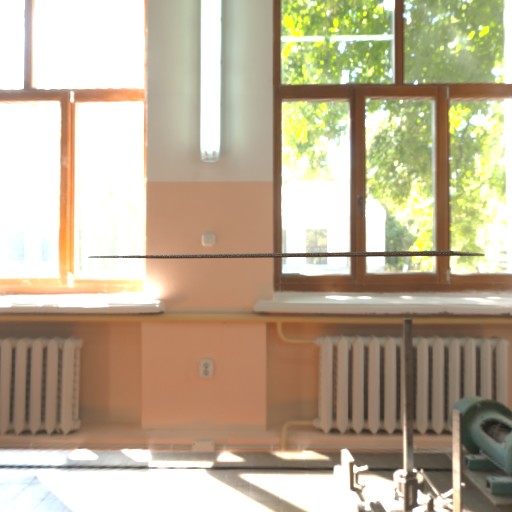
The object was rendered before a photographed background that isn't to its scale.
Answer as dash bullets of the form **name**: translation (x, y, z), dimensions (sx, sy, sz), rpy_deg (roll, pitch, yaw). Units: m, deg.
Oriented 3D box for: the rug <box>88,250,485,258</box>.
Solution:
- **rug**: translation (0.000, 0.000, 2.472), dimensions (2.196, 0.011, 0.662), rpy_deg (-1, -1, 36)
